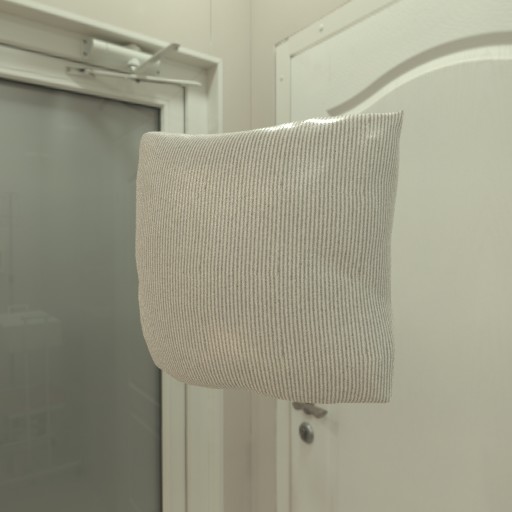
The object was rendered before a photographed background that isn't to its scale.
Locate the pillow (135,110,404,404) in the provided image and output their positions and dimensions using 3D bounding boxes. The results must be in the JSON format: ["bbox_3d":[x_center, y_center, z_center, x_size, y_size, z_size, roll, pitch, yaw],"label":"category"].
[{"bbox_3d":[0.000,0.000,0.705,0.310,0.432,0.387,-1,1,-36],"label":"pillow"}]
